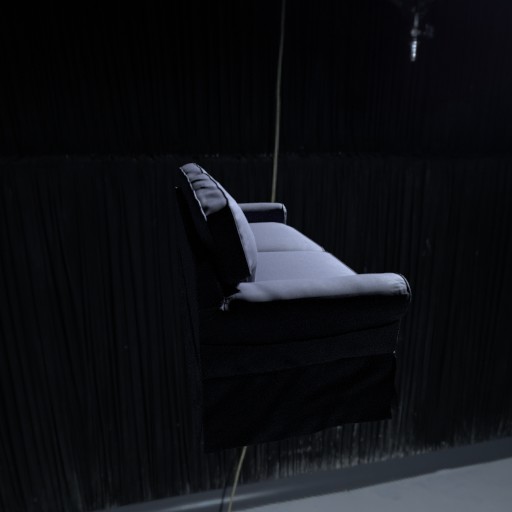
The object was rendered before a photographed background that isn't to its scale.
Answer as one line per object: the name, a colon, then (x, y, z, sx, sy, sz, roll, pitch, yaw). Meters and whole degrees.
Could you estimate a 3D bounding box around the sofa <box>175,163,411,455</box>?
sofa: (0.000, 0.000, 2.869, 0.983, 1.094, 2.256, -3, 16, -11)
